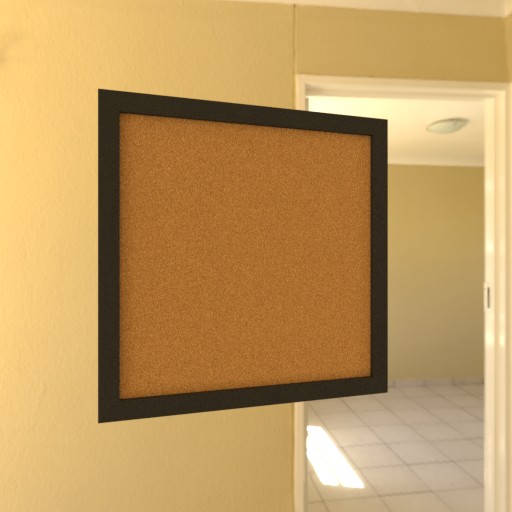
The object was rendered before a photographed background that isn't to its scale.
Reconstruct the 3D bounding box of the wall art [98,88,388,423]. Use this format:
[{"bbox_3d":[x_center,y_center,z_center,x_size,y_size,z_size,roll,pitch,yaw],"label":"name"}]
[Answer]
[{"bbox_3d":[0.000,0.000,1.514,1.016,1.016,0.038,0,0,-17],"label":"wall art"}]
